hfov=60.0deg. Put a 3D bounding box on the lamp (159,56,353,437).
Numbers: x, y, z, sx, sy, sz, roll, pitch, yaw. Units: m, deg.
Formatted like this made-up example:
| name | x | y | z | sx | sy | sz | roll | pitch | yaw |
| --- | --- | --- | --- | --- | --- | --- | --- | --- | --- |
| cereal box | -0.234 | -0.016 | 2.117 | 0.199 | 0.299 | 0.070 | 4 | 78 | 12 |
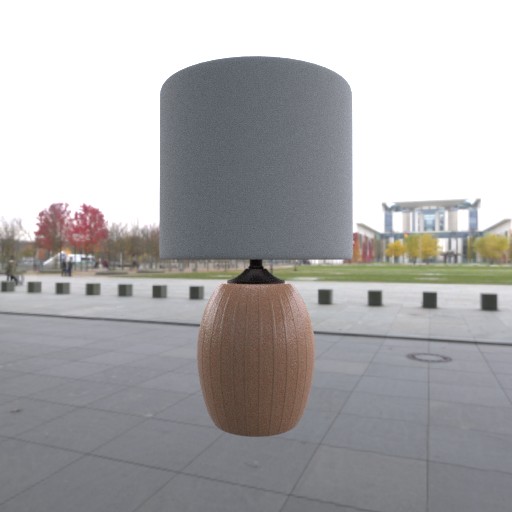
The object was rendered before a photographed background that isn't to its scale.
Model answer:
| name | x | y | z | sx | sy | sz | roll | pitch | yaw |
| --- | --- | --- | --- | --- | --- | --- | --- | --- | --- |
| lamp | 0.000 | 0.000 | 0.770 | 0.329 | 0.570 | 0.329 | 0 | -1 | 0 |
